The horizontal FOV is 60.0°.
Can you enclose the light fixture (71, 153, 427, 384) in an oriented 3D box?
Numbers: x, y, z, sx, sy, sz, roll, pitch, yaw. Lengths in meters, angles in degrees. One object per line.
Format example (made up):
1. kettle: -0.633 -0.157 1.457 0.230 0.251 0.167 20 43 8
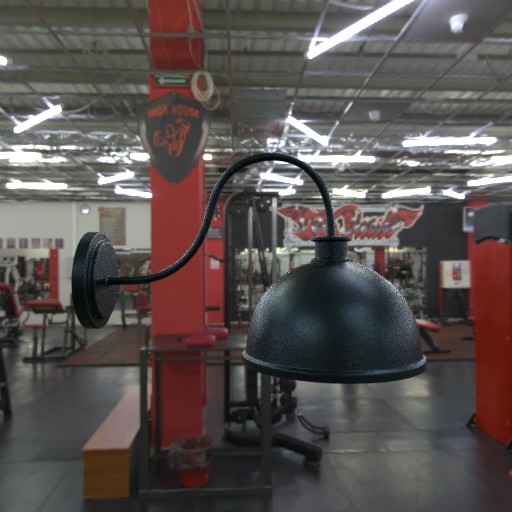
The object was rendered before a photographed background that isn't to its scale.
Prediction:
1. light fixture: 0.000 0.000 0.629 0.467 0.295 0.253 0 -1 -1
